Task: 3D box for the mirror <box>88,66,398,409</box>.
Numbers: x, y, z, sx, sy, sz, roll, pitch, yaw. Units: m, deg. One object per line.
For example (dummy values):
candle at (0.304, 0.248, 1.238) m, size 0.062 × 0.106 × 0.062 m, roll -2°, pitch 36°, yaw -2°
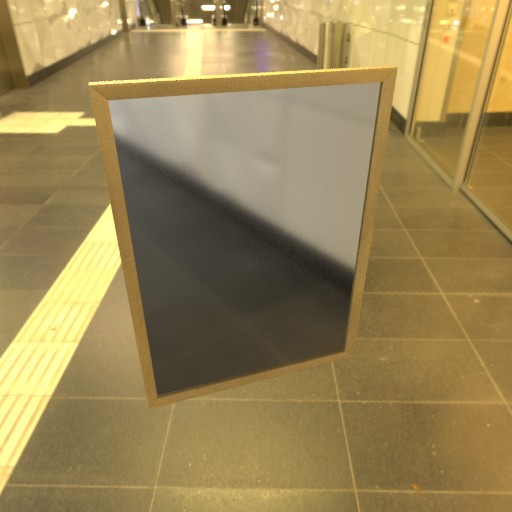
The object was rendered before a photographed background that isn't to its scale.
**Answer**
mirror at (0.000, 0.000, 1.322) m, size 0.762 × 1.016 × 0.040 m, roll -10°, pitch 33°, yaw -16°
